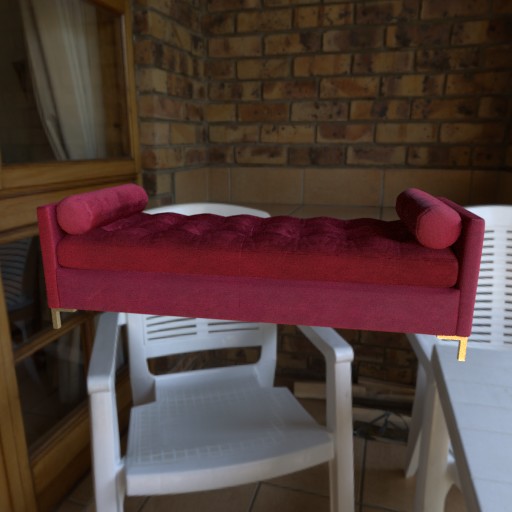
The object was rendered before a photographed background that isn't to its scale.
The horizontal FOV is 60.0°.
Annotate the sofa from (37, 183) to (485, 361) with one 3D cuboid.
[{"bbox_3d":[0.000,0.000,2.446,2.102,0.705,0.796,3,15,10],"label":"sofa"}]
